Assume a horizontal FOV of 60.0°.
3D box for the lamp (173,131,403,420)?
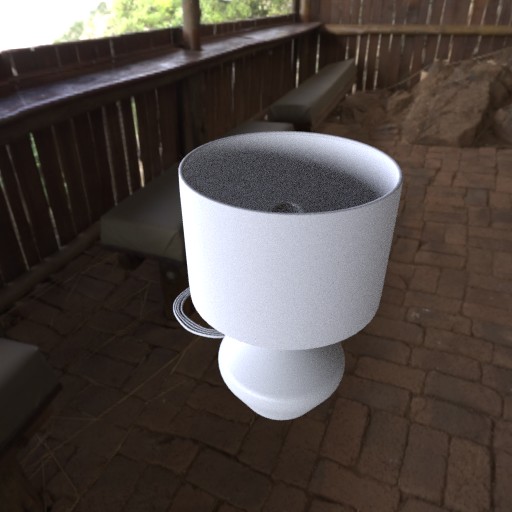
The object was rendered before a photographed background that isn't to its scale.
[{"bbox_3d":[0.000,0.000,0.838,0.401,0.457,0.546,0,33,1],"label":"lamp"}]
